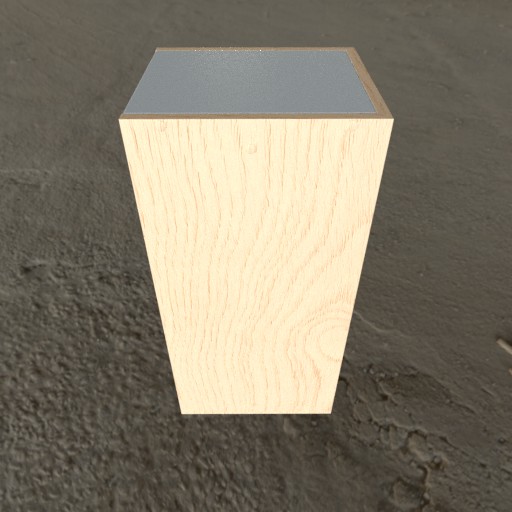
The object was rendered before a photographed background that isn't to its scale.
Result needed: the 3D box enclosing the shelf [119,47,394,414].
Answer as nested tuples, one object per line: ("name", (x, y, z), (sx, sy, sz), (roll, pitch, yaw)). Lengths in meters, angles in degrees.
("shelf", (0.000, 0.000, 0.757), (0.290, 0.600, 0.250), (0, 41, 0))
